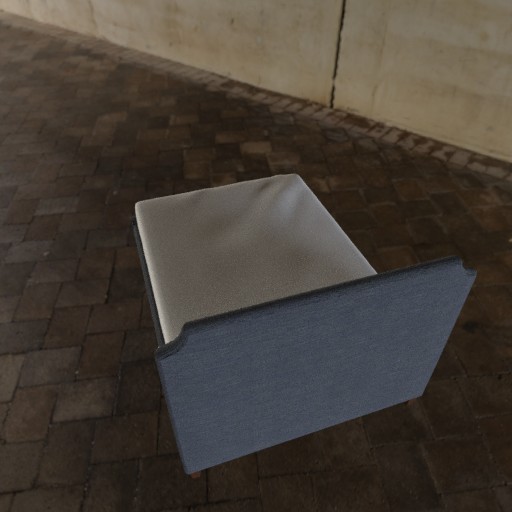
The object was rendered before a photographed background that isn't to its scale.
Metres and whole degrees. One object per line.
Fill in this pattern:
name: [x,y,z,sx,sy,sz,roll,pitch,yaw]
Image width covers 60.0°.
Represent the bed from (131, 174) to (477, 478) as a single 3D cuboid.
bed: [0.000,0.000,3.348,1.713,1.443,2.372,-13,43,-14]
